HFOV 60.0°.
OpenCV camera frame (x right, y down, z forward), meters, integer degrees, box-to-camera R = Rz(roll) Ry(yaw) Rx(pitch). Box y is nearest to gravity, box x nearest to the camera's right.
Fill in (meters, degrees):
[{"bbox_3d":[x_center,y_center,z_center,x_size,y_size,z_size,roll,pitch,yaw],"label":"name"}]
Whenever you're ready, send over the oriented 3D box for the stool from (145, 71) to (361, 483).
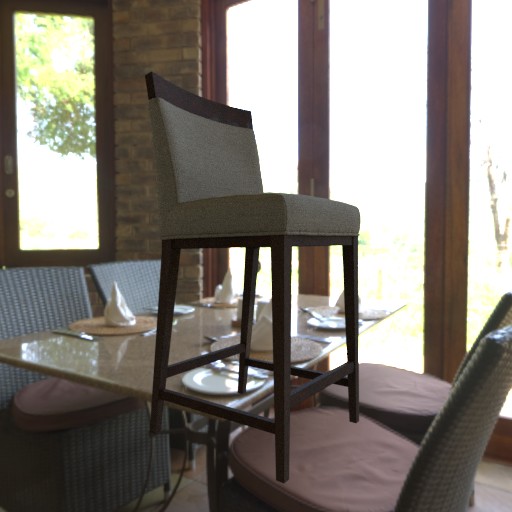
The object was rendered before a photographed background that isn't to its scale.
[{"bbox_3d":[0.000,0.000,1.436,0.531,1.117,0.511,2,3,36],"label":"stool"}]
